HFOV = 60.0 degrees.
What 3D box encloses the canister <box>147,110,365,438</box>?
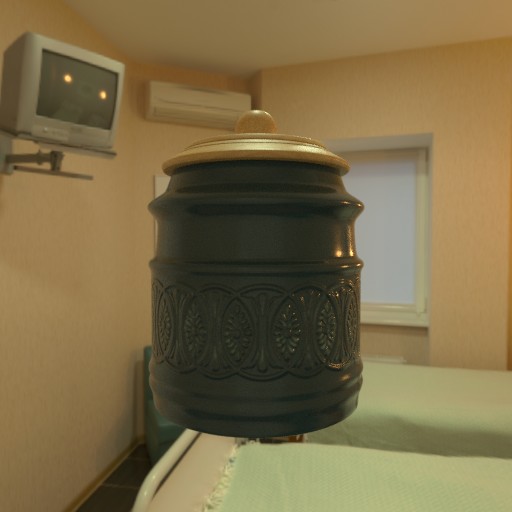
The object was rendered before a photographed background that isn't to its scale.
[{"bbox_3d":[0.000,0.000,0.273,0.130,0.176,0.130,0,2,0],"label":"canister"}]
